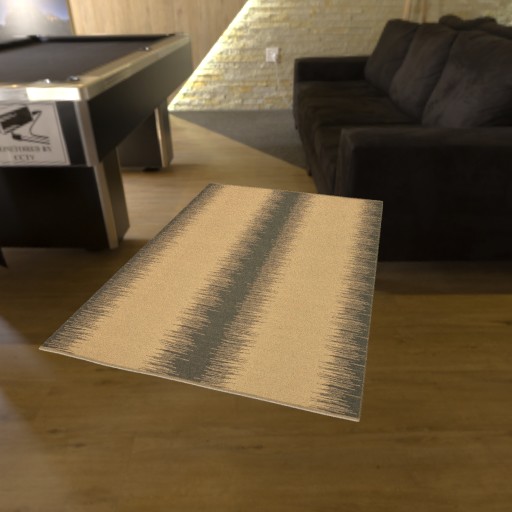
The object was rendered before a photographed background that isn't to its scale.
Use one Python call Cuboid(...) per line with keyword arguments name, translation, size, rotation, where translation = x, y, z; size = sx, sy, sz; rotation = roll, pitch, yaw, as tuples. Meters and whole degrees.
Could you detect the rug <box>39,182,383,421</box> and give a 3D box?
Cuboid(name="rug", translation=(0.000, 0.000, 2.344), size=(1.234, 0.006, 1.854), rotation=(8, 32, 14))
